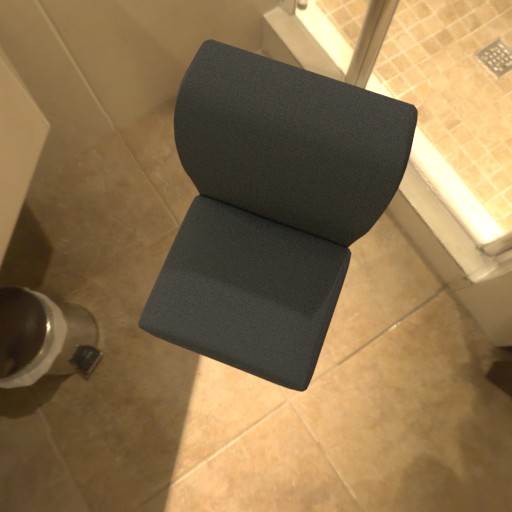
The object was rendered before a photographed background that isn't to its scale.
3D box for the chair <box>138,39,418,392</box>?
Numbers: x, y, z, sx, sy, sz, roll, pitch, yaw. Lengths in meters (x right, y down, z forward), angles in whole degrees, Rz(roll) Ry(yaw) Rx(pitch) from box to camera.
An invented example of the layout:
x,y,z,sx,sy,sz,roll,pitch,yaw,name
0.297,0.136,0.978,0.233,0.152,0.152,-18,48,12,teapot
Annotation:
x,y,z,sx,sy,sz,roll,pitch,yaw,name
0.000,0.000,1.179,0.513,0.804,0.592,19,77,5,chair
